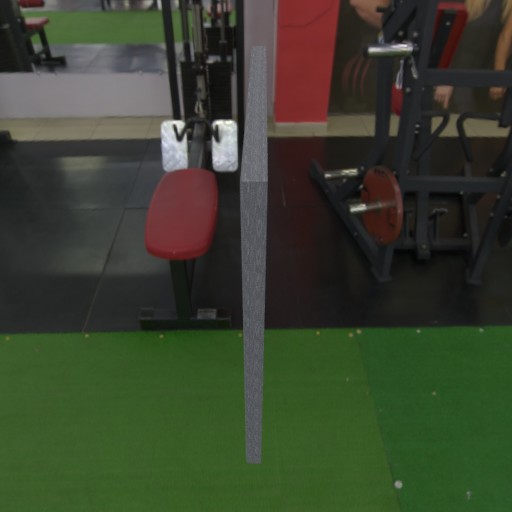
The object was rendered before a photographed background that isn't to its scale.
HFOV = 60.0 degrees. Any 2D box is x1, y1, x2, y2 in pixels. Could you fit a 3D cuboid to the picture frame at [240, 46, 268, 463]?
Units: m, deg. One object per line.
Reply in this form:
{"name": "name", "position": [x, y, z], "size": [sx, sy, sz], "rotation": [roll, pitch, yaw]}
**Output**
{"name": "picture frame", "position": [0.000, 0.000, 0.765], "size": [0.029, 0.559, 0.454], "rotation": [1, 40, 1]}
